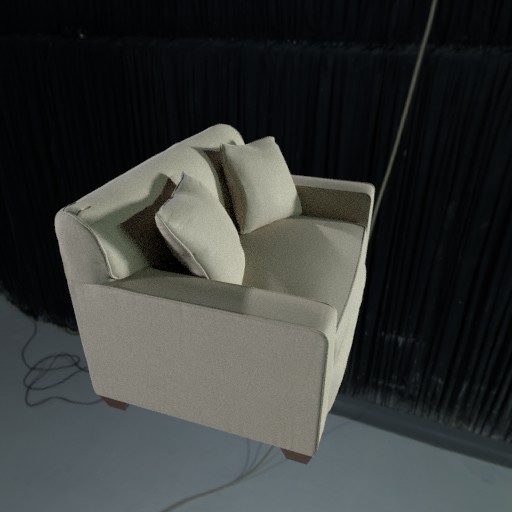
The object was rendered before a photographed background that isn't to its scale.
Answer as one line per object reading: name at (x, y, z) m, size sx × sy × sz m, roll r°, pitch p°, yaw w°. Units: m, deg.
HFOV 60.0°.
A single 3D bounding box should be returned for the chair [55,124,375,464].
chair at (0.000, 0.000, 2.093) m, size 1.000 × 0.948 × 1.383 m, roll 9°, pitch 31°, yaw 16°
